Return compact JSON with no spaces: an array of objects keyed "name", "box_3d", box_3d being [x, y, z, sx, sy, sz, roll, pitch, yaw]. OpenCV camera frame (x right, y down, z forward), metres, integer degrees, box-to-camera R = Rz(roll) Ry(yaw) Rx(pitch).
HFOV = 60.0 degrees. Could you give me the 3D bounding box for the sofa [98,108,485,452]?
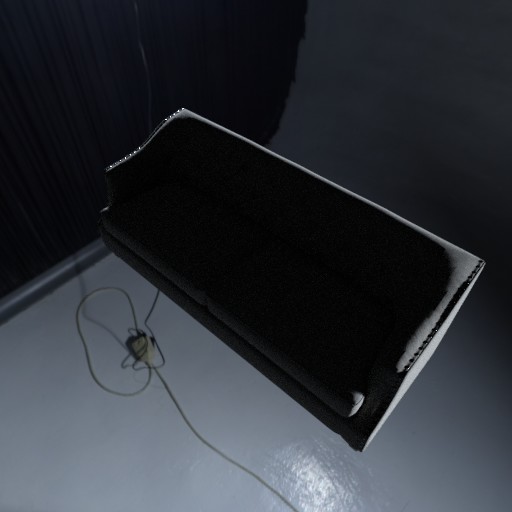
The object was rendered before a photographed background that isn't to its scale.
[{"name":"sofa","box_3d":[0.000,0.000,2.745,2.235,0.901,0.914,33,56,27]}]
